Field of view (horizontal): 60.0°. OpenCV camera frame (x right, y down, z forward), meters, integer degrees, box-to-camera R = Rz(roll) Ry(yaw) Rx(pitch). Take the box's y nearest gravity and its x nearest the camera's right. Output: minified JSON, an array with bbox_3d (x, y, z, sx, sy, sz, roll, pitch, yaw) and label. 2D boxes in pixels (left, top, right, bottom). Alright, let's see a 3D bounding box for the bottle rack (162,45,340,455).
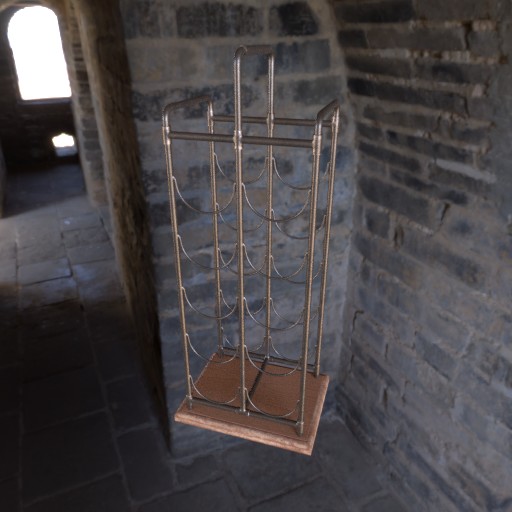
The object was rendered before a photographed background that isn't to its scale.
[{"bbox_3d":[0.000,0.000,0.791,0.276,0.680,0.208,8,27,16],"label":"bottle rack"}]
